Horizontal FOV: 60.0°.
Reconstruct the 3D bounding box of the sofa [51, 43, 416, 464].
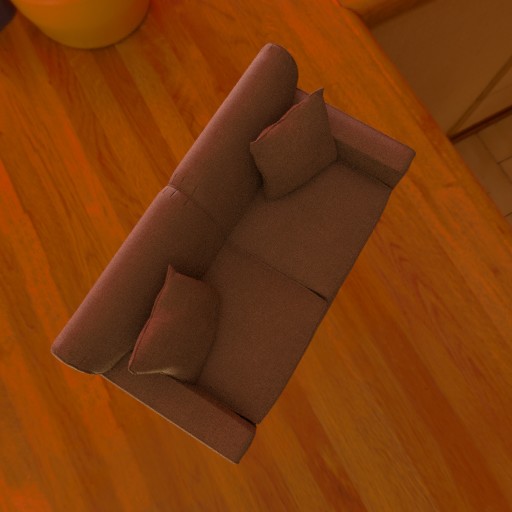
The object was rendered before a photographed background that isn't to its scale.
[{"bbox_3d":[0.000,0.000,2.413,1.000,0.958,1.846,31,78,7],"label":"sofa"}]
